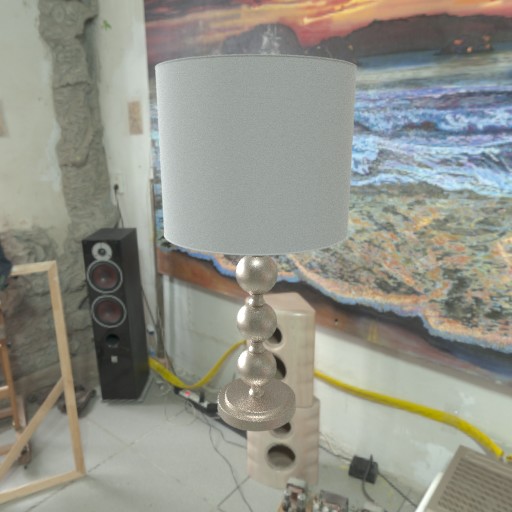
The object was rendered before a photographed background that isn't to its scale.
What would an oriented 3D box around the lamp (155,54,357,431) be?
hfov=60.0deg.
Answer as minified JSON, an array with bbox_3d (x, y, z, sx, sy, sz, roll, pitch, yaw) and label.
[{"bbox_3d":[0.000,0.000,0.690,0.277,0.538,0.277,3,16,9],"label":"lamp"}]
